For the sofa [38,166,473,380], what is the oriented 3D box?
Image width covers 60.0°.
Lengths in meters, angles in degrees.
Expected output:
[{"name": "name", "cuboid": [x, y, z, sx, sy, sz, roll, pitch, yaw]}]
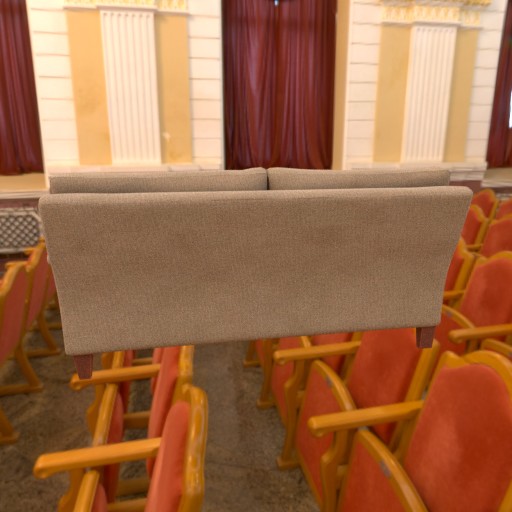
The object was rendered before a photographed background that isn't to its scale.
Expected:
[{"name": "sofa", "cuboid": [0.000, 0.000, 2.719, 2.193, 1.096, 1.069, -3, 15, -10]}]
